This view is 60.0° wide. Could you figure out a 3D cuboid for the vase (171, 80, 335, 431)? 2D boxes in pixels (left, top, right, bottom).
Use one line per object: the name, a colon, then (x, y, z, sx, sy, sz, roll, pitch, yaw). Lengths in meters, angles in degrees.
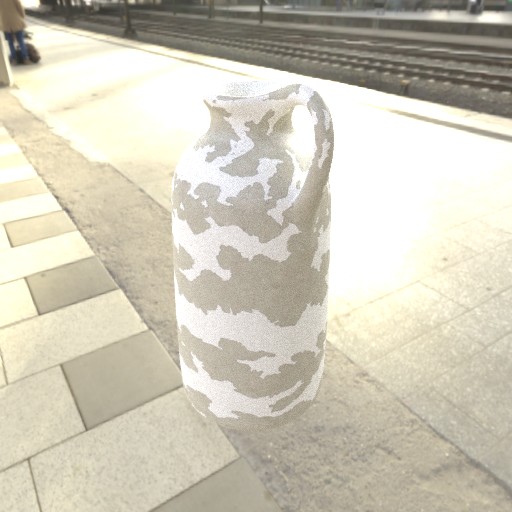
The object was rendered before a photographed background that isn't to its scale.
vase: (0.000, 0.000, 0.494, 0.186, 0.382, 0.203, -20, 36, -30)
